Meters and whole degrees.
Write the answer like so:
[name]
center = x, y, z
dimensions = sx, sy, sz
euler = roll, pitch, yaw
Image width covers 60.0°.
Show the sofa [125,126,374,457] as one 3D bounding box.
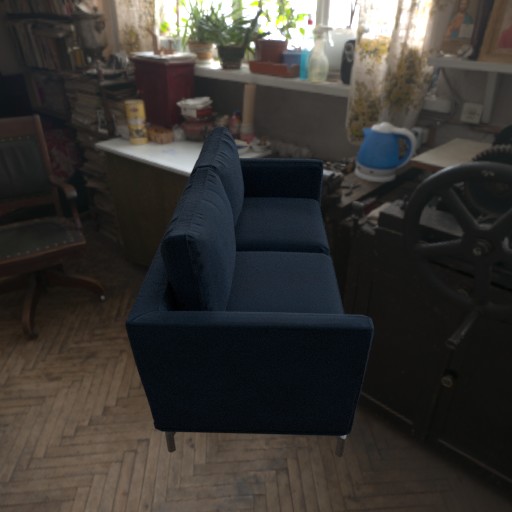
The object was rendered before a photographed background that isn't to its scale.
[sofa]
center = 0.000, 0.000, 2.371
dimensions = 0.853, 1.002, 1.770
euler = 1, 31, 1
